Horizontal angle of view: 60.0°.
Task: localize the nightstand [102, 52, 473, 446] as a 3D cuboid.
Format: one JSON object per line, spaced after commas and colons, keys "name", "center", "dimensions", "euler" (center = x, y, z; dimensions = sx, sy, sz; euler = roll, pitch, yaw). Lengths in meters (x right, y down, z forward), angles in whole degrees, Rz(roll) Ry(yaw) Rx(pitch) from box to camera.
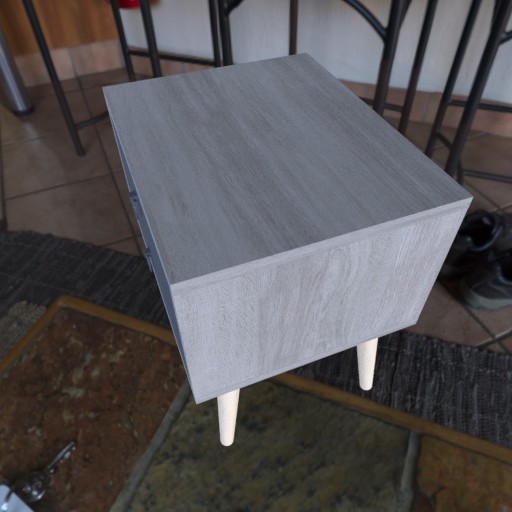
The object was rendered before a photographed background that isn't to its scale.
{"name": "nightstand", "center": [0.000, 0.000, 0.806], "dimensions": [0.380, 0.500, 0.450], "euler": [-16, 49, -15]}
